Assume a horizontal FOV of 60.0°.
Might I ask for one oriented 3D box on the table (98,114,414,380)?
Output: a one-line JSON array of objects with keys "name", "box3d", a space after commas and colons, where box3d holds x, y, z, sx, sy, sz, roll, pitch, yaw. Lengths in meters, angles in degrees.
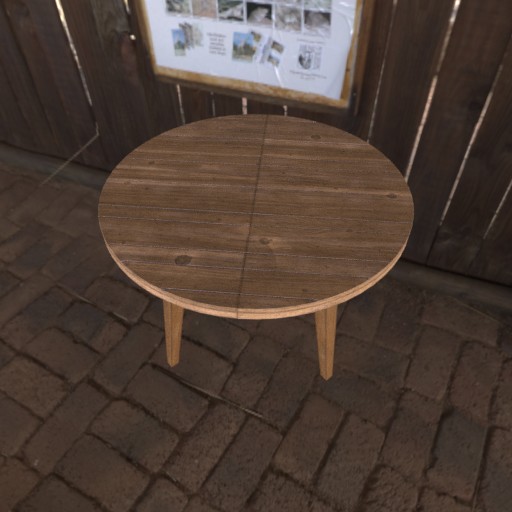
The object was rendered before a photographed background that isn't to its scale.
[{"name": "table", "box3d": [0.000, 0.000, 2.028, 1.213, 0.764, 1.213, 0, 45, 0]}]
